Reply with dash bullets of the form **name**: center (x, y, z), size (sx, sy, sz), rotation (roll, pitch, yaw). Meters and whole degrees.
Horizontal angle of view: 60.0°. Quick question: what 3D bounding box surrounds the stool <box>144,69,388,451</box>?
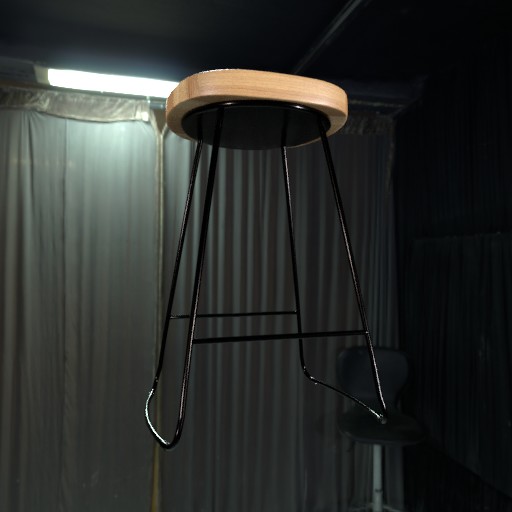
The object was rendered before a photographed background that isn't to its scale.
- **stool**: center (0.000, 0.000, 0.988), size (0.480, 0.679, 0.401), rotation (0, -1, -18)
